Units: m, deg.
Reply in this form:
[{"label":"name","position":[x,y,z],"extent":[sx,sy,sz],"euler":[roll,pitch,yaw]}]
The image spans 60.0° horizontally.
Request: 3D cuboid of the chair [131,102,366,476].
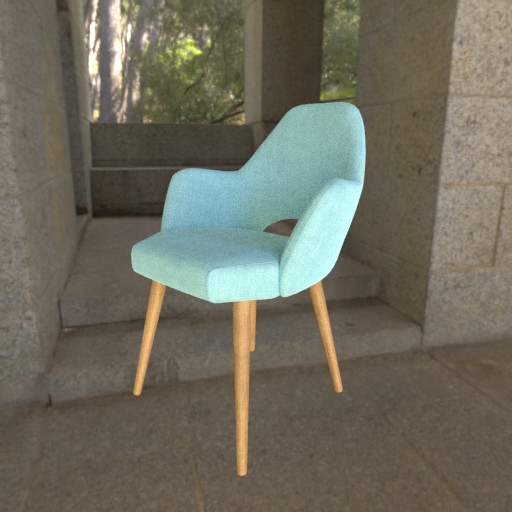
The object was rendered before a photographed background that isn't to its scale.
[{"label":"chair","position":[0.000,0.000,1.240],"extent":[0.610,0.840,0.590],"euler":[-14,20,-43]}]
